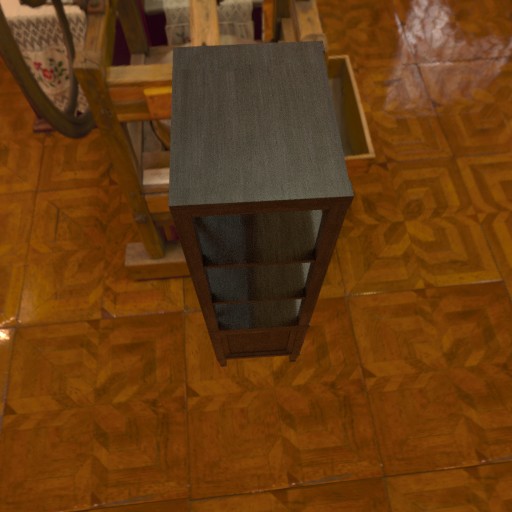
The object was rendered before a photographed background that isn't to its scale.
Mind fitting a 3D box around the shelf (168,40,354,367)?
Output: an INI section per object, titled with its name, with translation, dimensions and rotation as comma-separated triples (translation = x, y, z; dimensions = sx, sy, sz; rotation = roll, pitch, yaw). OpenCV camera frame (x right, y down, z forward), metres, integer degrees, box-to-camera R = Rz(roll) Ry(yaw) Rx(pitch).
[shelf]
translation = 0.000, 0.000, 2.001
dimensions = 0.472, 1.727, 0.584
rotation = -3, 63, -2
